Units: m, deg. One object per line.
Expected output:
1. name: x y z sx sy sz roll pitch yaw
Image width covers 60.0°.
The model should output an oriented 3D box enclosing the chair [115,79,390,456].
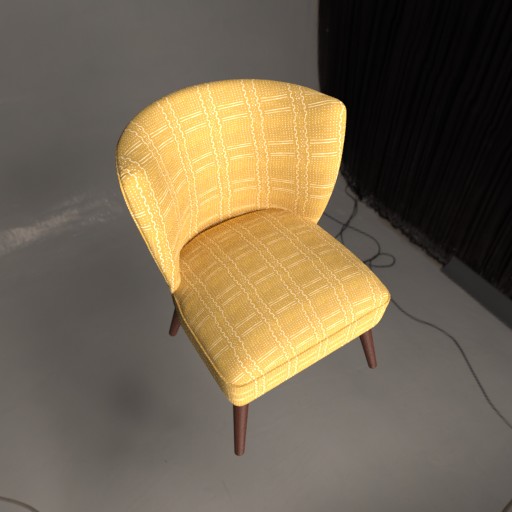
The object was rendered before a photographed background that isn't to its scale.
1. chair: 0.000 0.000 1.446 0.706 0.866 0.758 -25 51 -22
